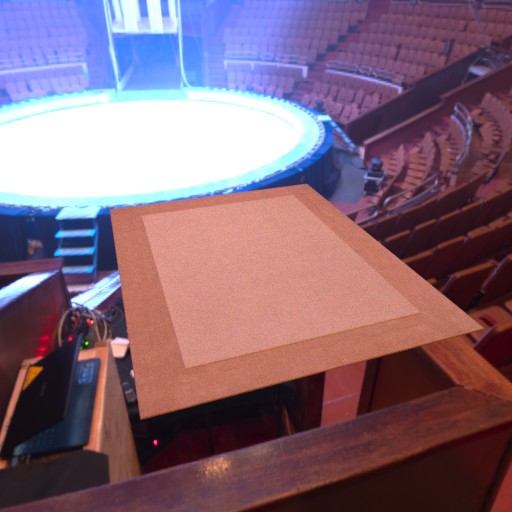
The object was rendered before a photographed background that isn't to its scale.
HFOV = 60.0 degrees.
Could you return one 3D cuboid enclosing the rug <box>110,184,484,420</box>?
[{"bbox_3d":[0.000,0.000,4.099,2.438,0.014,3.048,-10,32,-16],"label":"rug"}]
